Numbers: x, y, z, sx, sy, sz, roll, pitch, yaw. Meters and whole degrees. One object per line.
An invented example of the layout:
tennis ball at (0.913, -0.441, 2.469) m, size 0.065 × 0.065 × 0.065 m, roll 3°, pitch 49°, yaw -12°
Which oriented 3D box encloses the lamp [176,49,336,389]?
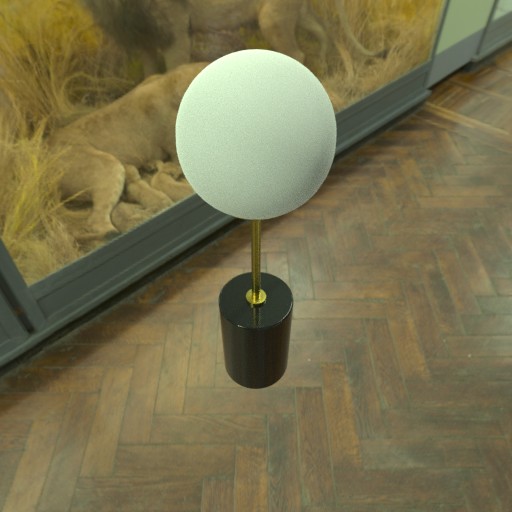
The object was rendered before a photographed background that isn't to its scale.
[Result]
lamp at (0.000, 0.000, 0.544) m, size 0.153 × 0.480 × 0.153 m, roll 0°, pitch 46°, yaw 0°
